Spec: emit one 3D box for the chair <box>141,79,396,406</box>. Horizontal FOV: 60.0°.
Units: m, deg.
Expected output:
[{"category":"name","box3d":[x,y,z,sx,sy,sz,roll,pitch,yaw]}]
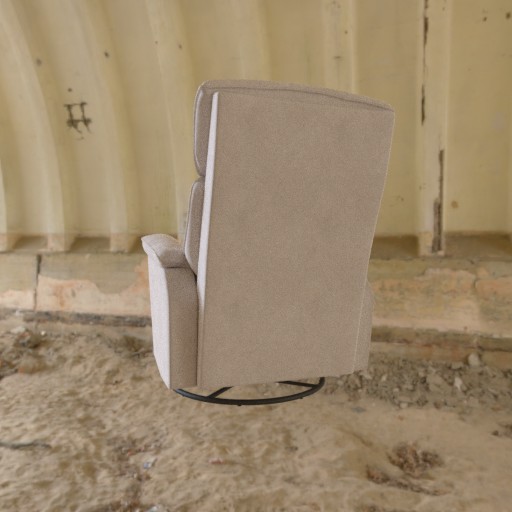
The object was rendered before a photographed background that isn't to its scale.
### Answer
[{"category":"chair","box3d":[0.000,0.000,1.734,0.820,1.039,1.001,0,1,-19]}]
